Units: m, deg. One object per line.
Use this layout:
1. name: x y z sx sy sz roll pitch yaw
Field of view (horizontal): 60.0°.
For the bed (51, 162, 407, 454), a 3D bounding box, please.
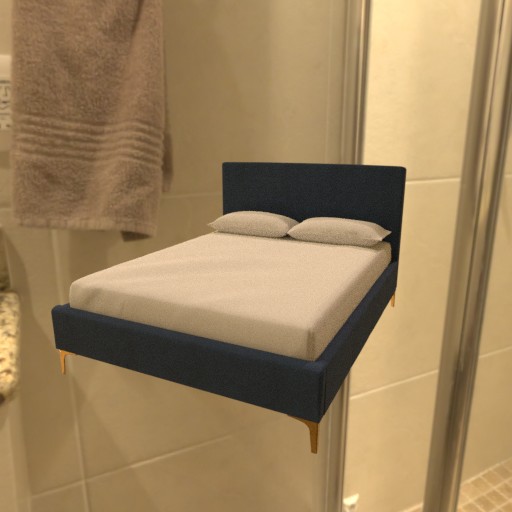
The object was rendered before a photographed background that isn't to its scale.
1. bed: 0.000 0.000 3.211 1.723 1.231 2.172 7 16 25
